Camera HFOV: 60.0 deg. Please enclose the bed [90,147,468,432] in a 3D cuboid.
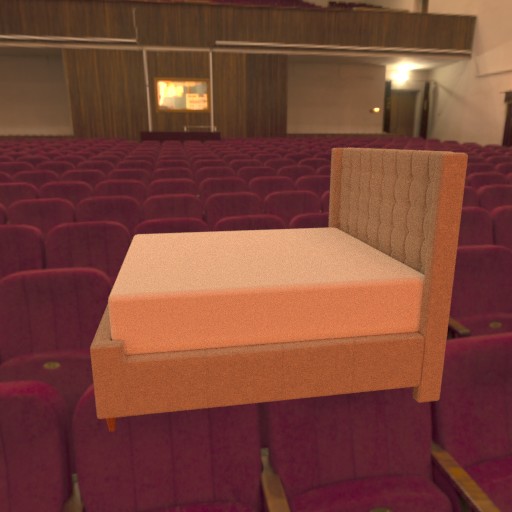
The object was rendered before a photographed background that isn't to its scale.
[{"bbox_3d":[0.000,0.000,3.735,2.370,1.743,2.045,-3,15,-10],"label":"bed"}]
